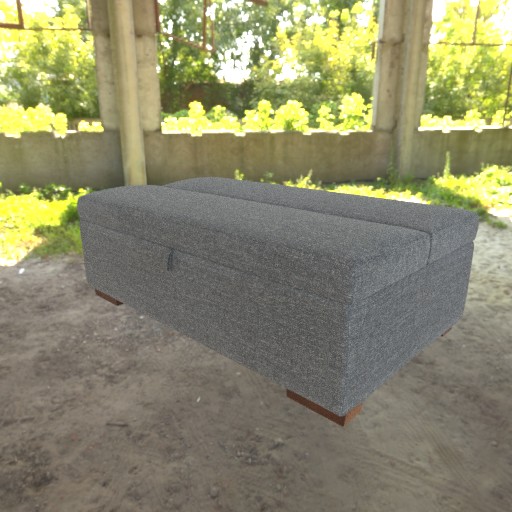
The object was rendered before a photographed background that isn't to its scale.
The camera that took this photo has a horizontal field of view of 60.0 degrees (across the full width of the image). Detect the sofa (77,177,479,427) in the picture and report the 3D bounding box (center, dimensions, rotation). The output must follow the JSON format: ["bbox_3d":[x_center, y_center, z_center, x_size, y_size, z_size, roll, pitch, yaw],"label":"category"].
[{"bbox_3d":[0.000,0.000,1.566,1.198,0.417,0.782,16,23,41],"label":"sofa"}]
